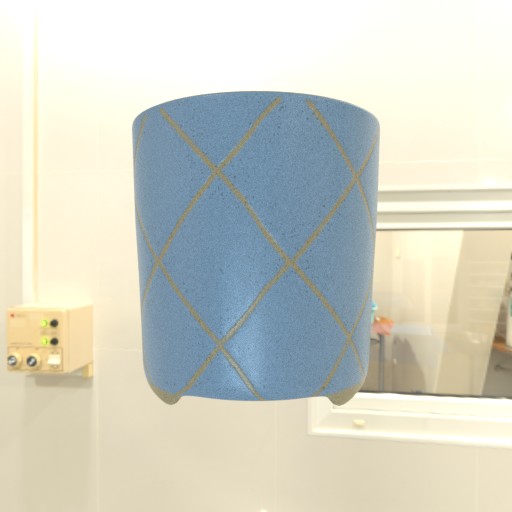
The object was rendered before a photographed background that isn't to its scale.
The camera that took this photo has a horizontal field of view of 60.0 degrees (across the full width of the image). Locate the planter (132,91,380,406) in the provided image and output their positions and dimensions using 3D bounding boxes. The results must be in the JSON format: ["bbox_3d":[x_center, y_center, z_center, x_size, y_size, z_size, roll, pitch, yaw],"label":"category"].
[{"bbox_3d":[0.000,0.000,0.423,0.227,0.235,0.227,0,1,0],"label":"planter"}]
